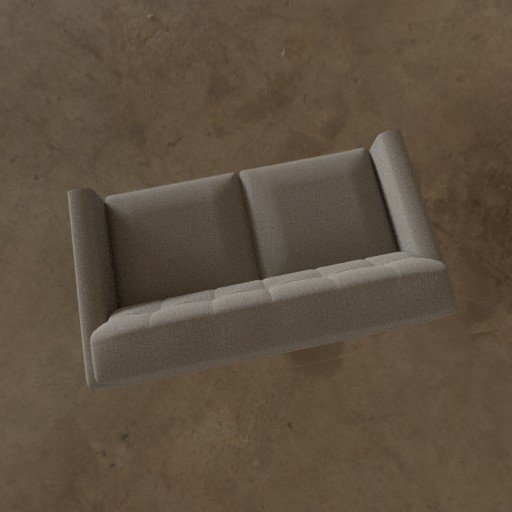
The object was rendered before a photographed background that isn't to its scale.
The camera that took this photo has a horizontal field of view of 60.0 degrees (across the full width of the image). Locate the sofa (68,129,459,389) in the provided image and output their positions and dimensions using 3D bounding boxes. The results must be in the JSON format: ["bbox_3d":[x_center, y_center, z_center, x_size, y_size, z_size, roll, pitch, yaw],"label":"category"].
[{"bbox_3d":[0.000,0.000,2.182,1.651,0.925,0.952,-11,75,-3],"label":"sofa"}]
